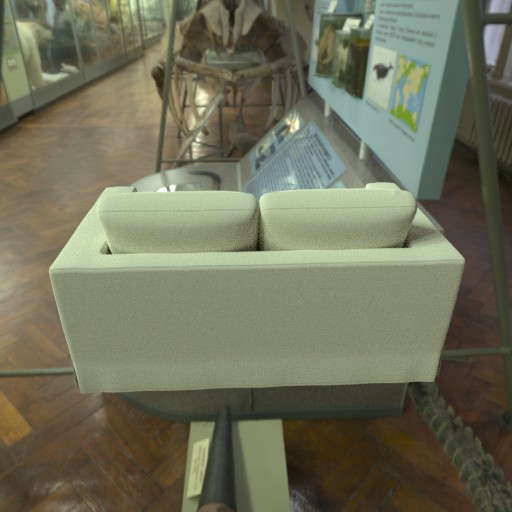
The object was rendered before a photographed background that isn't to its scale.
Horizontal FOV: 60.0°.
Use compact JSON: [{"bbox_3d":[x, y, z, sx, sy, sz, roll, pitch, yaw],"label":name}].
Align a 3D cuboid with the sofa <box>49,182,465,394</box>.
[{"bbox_3d":[0.000,0.000,2.407,1.813,0.932,1.009,-1,29,-2],"label":"sofa"}]
